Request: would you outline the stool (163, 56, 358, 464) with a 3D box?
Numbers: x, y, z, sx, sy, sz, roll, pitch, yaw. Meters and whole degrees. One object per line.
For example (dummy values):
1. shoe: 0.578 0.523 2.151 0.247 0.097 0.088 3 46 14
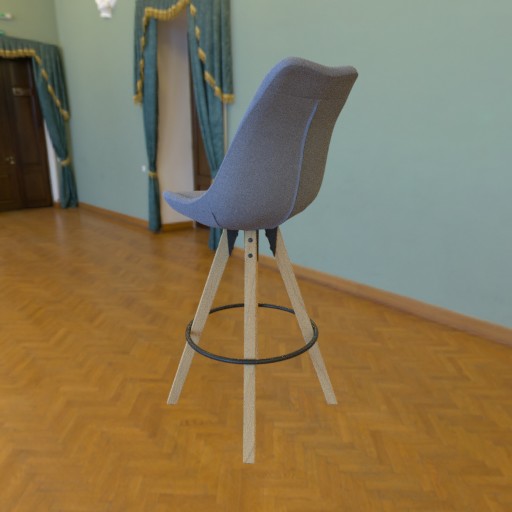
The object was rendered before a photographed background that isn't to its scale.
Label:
1. stool: 0.000 0.000 1.433 0.485 1.115 0.550 -15 22 -42
